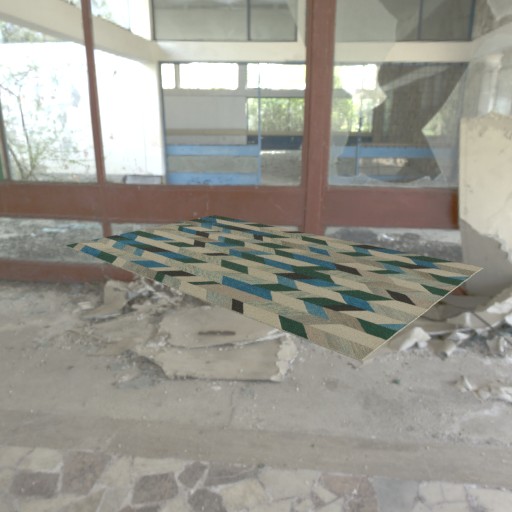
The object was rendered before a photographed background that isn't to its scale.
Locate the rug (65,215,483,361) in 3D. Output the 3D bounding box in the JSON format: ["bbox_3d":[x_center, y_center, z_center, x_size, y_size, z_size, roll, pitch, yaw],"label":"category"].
[{"bbox_3d":[0.000,0.000,2.988,2.433,0.007,1.507,15,22,40],"label":"rug"}]
